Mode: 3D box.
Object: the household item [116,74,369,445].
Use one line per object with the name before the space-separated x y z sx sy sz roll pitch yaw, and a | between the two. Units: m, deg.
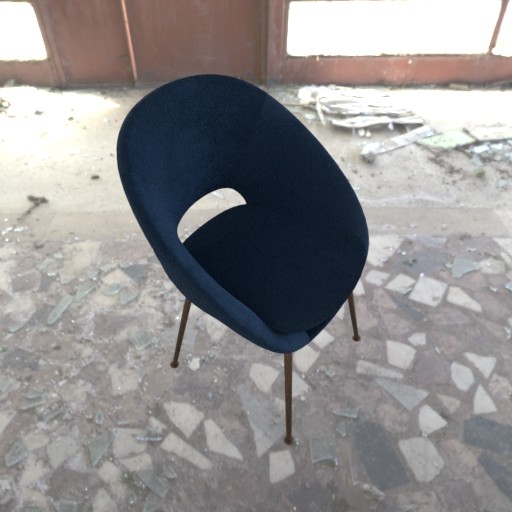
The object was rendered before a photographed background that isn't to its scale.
household item | 0.000 0.000 1.248 0.573 0.852 0.623 25 48 25
